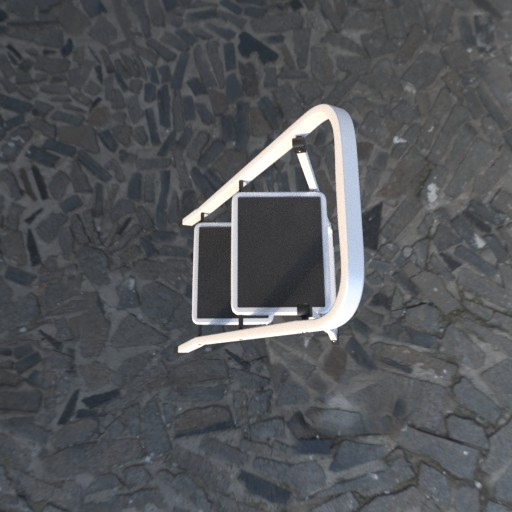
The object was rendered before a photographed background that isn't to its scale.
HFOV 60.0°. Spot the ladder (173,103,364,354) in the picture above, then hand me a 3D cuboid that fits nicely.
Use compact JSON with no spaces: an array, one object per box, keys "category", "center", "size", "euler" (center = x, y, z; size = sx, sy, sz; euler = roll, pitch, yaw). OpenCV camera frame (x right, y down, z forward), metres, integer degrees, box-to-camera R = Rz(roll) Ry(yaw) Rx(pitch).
[{"category":"ladder","center":[0.000,0.000,1.116],"size":[0.544,0.810,0.460],"euler":[0,76,0]}]
